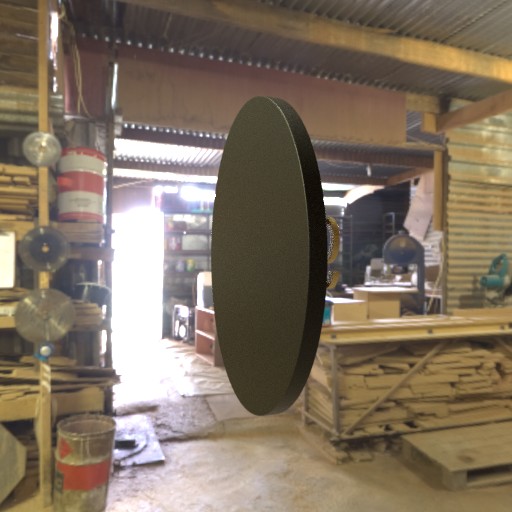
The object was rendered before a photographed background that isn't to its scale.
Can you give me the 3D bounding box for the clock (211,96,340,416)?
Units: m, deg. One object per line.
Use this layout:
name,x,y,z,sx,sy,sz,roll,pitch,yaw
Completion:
clock,0.000,0.000,0.670,0.038,0.454,0.454,0,0,-18
